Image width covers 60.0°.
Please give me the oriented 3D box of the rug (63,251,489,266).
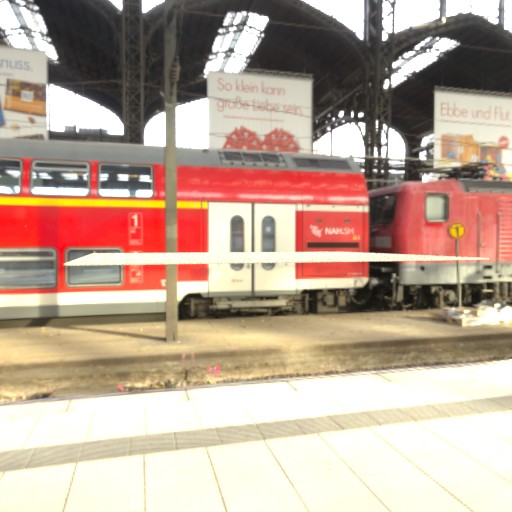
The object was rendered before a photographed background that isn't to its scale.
[{"bbox_3d":[0.000,0.000,4.157,3.050,0.017,2.441,-1,2,-17],"label":"rug"}]
